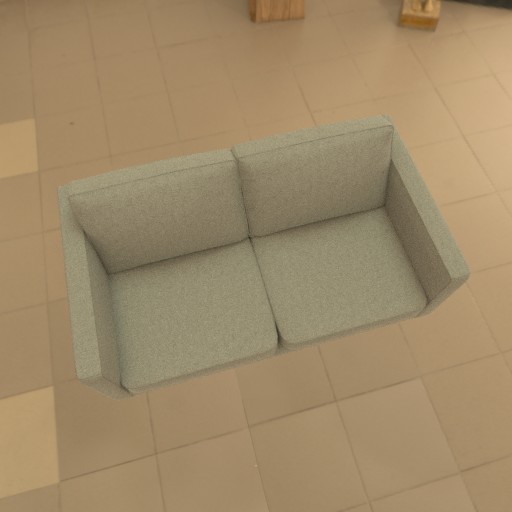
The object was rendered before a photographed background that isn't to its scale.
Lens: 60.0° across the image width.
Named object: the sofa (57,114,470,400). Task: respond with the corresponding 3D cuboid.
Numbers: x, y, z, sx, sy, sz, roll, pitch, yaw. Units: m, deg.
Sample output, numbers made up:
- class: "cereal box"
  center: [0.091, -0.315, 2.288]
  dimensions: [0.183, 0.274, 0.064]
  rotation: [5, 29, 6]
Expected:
- class: "sofa"
  center: [0.000, 0.000, 2.271]
  dimensions: [1.731, 0.900, 1.000]
  rotation: [-14, 65, -7]
